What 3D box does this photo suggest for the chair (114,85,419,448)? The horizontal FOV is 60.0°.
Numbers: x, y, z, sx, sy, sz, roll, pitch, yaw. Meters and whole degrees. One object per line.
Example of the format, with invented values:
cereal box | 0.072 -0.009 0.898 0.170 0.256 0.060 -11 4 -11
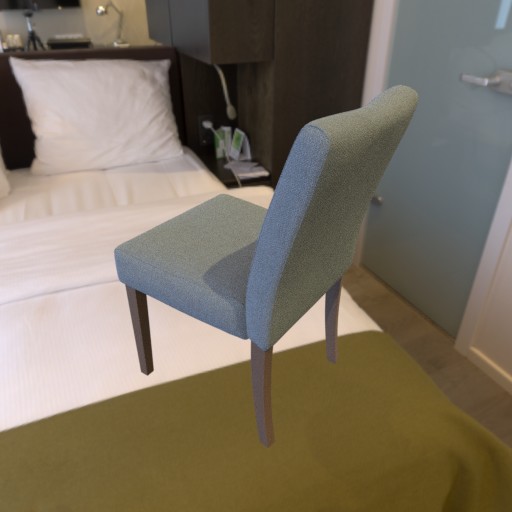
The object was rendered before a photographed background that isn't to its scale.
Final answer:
chair | 0.000 0.000 1.212 0.629 0.882 0.487 20 36 30
